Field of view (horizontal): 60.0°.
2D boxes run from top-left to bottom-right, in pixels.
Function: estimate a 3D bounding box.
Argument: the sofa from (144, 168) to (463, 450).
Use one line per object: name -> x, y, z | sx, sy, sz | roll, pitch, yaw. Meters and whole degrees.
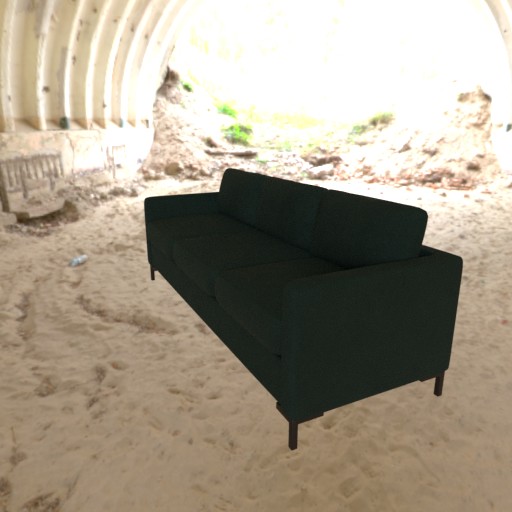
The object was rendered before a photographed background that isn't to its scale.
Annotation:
sofa -> 0.000, 0.000, 2.675 | 0.859, 0.870, 2.218 | -8, 18, -26
